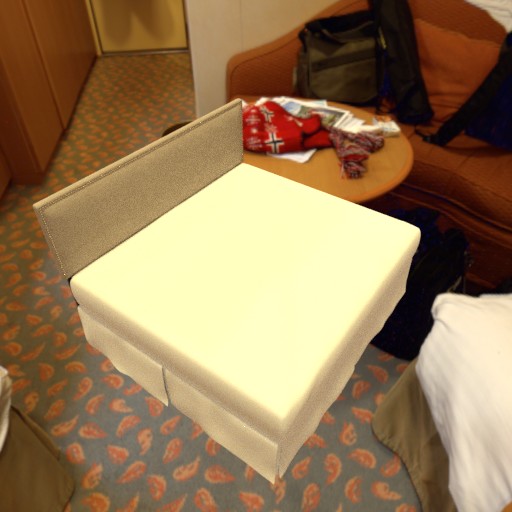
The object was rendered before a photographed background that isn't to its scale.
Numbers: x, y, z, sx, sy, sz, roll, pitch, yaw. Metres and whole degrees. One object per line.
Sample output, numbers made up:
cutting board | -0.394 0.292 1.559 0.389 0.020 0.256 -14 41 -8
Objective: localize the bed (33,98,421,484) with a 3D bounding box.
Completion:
bed | 0.000 0.000 3.385 1.914 1.346 2.170 26 47 26
